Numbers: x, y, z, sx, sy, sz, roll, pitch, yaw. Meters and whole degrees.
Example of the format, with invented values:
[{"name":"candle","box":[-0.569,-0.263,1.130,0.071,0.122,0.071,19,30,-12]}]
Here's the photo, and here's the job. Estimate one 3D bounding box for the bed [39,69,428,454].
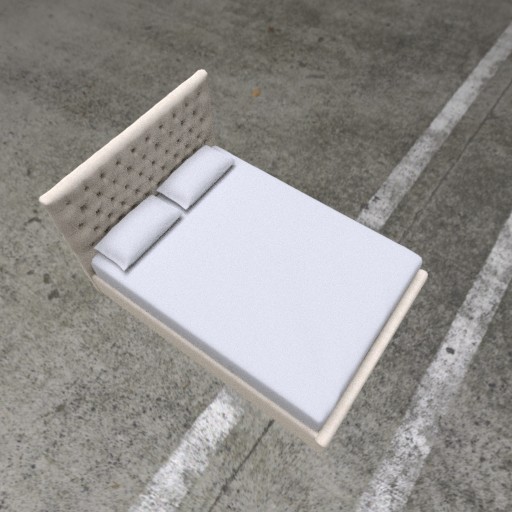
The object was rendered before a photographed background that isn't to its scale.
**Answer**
[{"name":"bed","box":[0.000,0.000,3.501,2.387,1.427,1.698,32,64,18]}]
